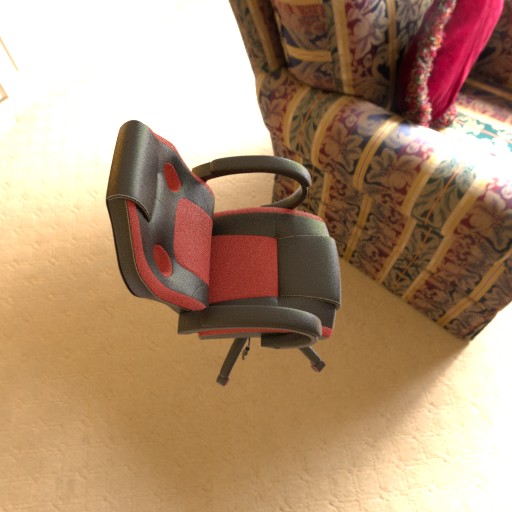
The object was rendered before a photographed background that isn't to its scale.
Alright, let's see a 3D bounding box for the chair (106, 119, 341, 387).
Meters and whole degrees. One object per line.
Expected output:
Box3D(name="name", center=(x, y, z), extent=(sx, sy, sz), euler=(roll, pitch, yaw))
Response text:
Box3D(name="chair", center=(0.000, 0.000, 1.702), extent=(0.783, 1.189, 0.750), euler=(0, 62, 0))
